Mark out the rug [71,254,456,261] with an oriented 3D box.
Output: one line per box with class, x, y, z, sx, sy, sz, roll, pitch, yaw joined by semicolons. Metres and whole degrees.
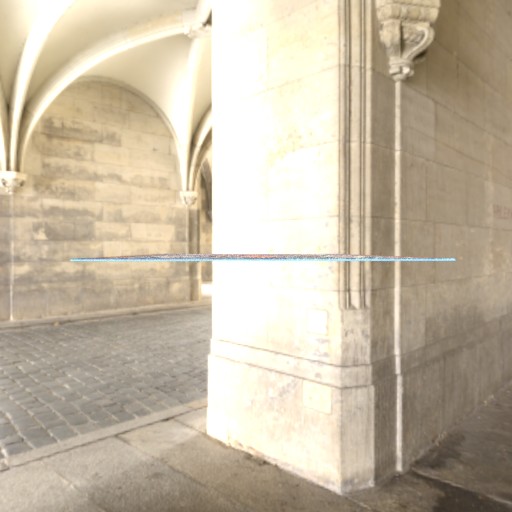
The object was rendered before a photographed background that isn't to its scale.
rug;0.000;0.000;3.010;1.622;0.009;2.373;0;1;-2
